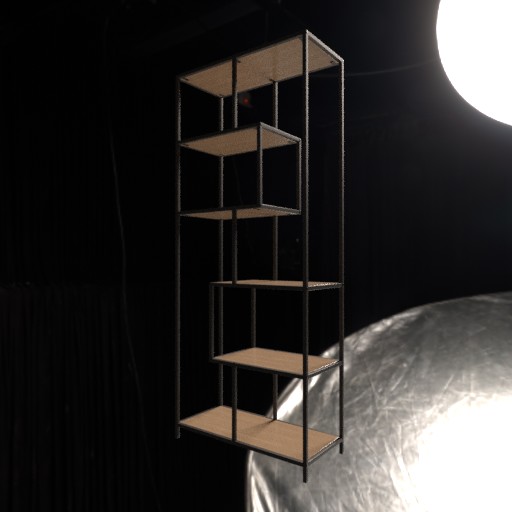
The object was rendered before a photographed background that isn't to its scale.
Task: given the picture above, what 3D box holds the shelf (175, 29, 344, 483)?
[{"bbox_3d":[0.000,0.000,2.173,0.770,1.850,0.350,0,-1,37],"label":"shelf"}]
